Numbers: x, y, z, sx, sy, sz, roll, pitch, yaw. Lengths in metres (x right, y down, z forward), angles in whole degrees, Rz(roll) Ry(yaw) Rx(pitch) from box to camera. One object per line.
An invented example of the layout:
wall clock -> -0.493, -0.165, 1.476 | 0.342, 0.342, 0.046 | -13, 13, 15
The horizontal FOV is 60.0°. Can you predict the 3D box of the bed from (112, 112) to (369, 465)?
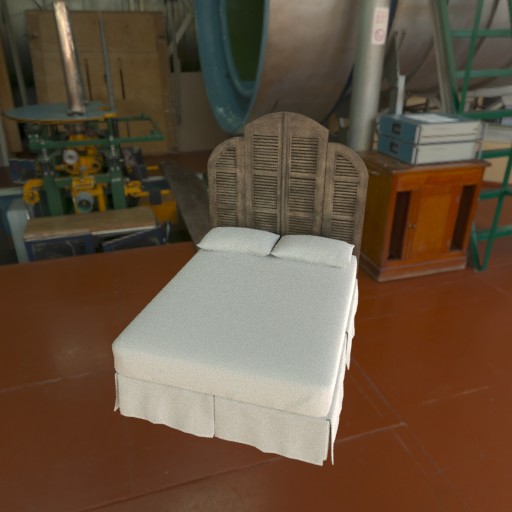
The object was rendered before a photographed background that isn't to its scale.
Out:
bed -> 0.000, 0.000, 3.692 | 1.713, 2.019, 2.138 | 7, 27, 15
